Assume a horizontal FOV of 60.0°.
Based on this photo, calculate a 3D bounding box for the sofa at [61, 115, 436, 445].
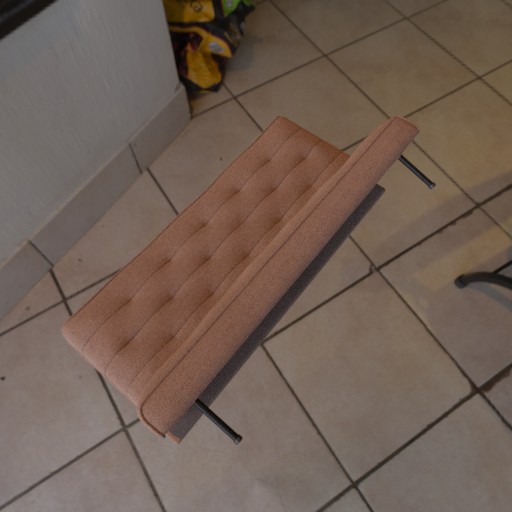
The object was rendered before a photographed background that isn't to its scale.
[{"bbox_3d":[0.000,0.000,2.262,1.038,0.810,1.820,36,69,16],"label":"sofa"}]
